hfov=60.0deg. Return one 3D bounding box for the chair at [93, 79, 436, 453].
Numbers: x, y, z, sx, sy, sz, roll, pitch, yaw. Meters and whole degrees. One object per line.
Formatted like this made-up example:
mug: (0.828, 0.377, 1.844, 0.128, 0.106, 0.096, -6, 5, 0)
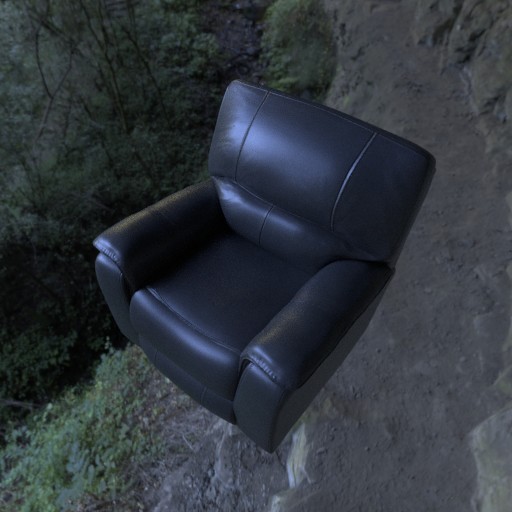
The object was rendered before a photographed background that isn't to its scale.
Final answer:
chair: (0.000, 0.000, 1.960, 1.096, 1.109, 1.087, 30, 52, 26)
